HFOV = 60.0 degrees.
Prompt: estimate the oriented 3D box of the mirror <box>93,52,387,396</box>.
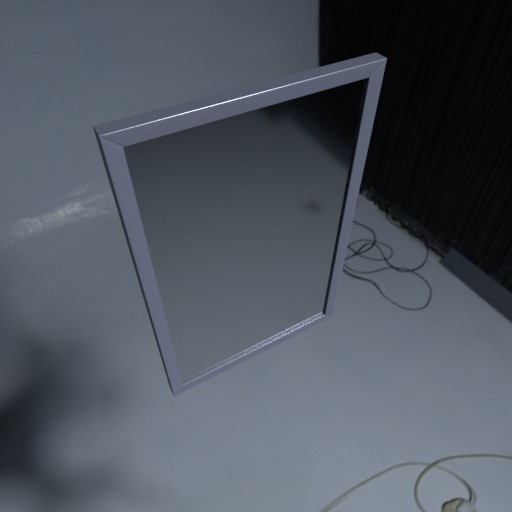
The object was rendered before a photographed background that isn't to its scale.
[{"bbox_3d":[0.000,0.000,1.164,0.609,0.915,0.040,-23,50,-20],"label":"mirror"}]
